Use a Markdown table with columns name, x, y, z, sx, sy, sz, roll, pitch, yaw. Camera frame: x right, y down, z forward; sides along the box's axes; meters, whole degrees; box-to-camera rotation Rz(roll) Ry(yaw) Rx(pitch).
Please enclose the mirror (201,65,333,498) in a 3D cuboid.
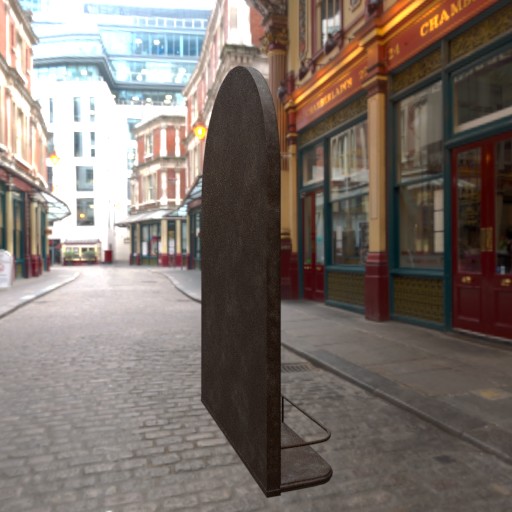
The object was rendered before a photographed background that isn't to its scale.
| name | x | y | z | sx | sy | sz | roll | pitch | yaw |
| --- | --- | --- | --- | --- | --- | --- | --- | --- | --- |
| mirror | 0.000 | 0.000 | 0.967 | 0.137 | 0.770 | 0.510 | 0 | 0 | -19 |
